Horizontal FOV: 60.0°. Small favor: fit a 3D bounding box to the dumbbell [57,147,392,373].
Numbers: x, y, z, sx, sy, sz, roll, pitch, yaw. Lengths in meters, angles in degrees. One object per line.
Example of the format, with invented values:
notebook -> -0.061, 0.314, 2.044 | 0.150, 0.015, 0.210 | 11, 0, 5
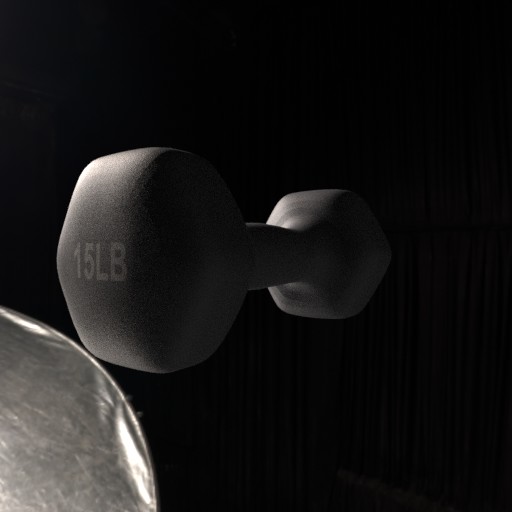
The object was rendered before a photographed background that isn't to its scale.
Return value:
dumbbell -> 0.000, 0.000, 0.296 | 0.116, 0.105, 0.240 | 1, 2, 37
